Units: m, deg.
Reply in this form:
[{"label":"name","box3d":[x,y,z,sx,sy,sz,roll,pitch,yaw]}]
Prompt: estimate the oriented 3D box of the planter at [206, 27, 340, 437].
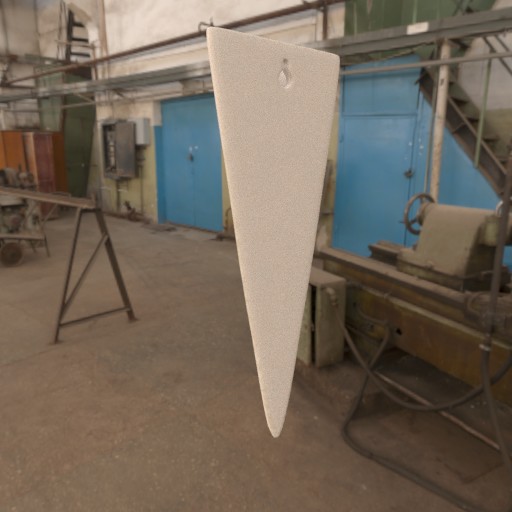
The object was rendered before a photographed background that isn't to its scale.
[{"label":"planter","box3d":[0.000,0.000,0.392,0.143,0.338,0.065,-14,20,-43]}]
